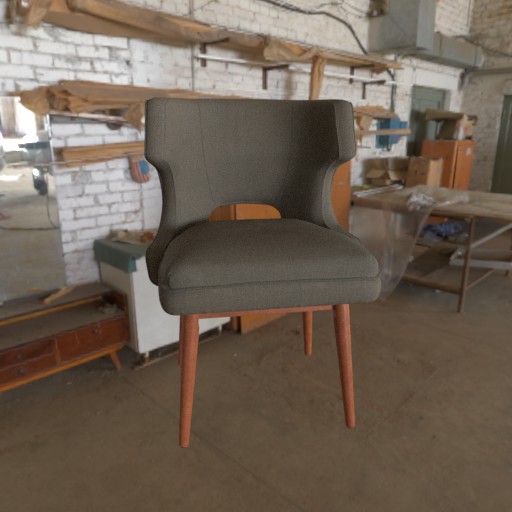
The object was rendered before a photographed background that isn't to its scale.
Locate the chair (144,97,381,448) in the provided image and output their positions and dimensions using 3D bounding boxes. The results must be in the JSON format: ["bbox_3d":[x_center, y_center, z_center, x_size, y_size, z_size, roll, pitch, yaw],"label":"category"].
[{"bbox_3d":[0.000,0.000,1.243,0.595,0.863,0.581,-3,16,-9],"label":"chair"}]
